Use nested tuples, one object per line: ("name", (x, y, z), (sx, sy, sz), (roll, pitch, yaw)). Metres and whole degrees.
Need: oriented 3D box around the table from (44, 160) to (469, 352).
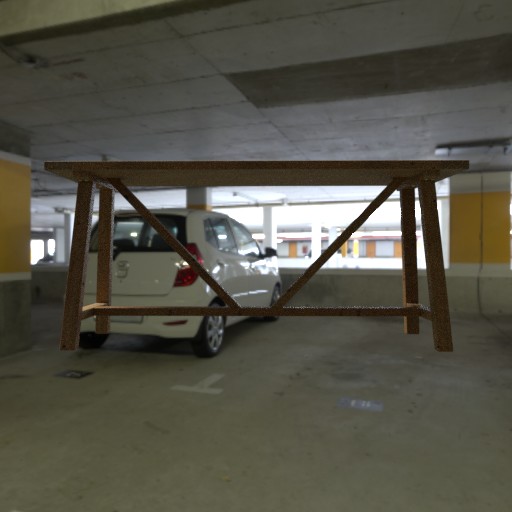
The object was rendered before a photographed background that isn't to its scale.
("table", (0.000, 0.000, 2.110), (1.800, 0.810, 0.465), (0, 0, 1))
